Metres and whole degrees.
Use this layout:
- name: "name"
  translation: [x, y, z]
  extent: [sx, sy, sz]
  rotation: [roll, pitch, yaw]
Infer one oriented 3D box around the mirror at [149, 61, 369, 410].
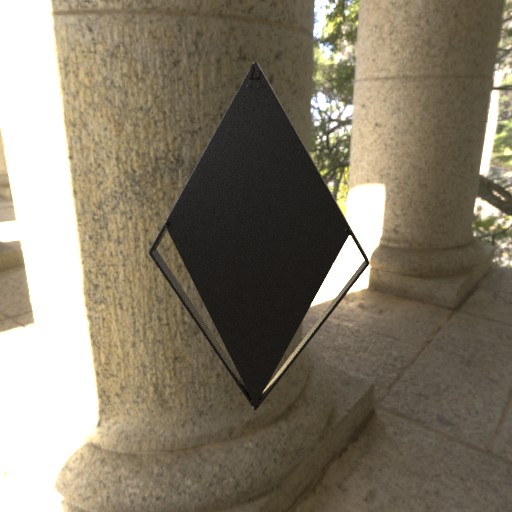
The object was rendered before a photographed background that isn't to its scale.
- name: "mirror"
  translation: [0.000, 0.000, 0.843]
  extent: [0.419, 0.679, 0.032]
  rotation: [3, 18, 8]
